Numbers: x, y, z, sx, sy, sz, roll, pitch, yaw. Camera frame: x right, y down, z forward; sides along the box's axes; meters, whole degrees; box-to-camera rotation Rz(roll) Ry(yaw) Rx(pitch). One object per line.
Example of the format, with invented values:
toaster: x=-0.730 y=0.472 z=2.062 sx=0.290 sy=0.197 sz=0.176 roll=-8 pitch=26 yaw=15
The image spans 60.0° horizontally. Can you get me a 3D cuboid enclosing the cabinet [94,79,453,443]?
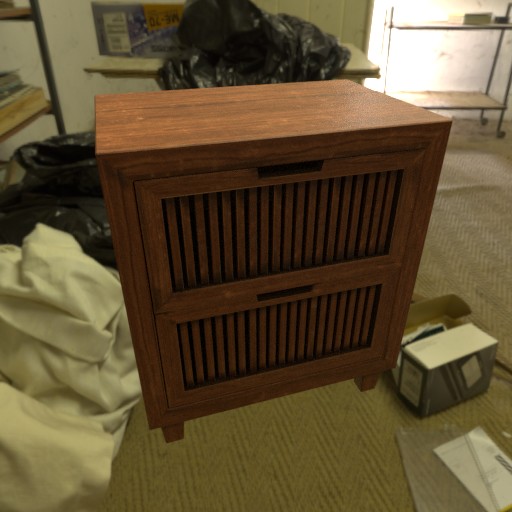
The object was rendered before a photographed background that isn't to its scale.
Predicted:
cabinet: x=0.000 y=0.000 z=1.056 sx=0.607 sy=0.695 sz=0.410 roll=-9 pitch=33 yaw=-15
